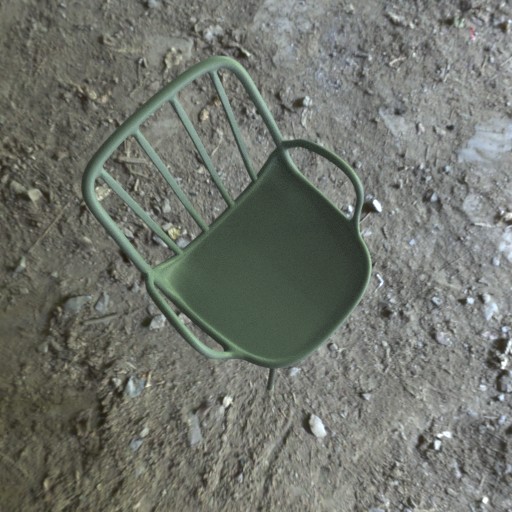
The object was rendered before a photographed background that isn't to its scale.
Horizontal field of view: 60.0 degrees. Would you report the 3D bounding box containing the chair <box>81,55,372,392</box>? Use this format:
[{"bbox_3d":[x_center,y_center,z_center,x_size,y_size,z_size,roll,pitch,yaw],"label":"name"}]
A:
[{"bbox_3d":[0.000,0.000,1.195,0.597,0.816,0.549,43,80,9],"label":"chair"}]
